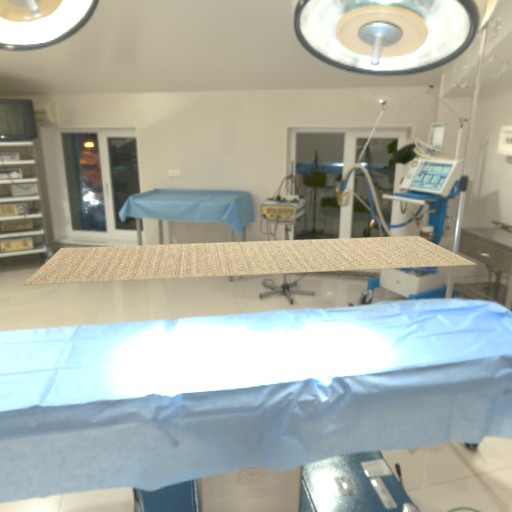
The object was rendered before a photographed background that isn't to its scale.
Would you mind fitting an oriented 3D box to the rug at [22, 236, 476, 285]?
[{"bbox_3d":[0.000,0.000,2.686,2.437,0.005,0.688,-2,16,-8],"label":"rug"}]
